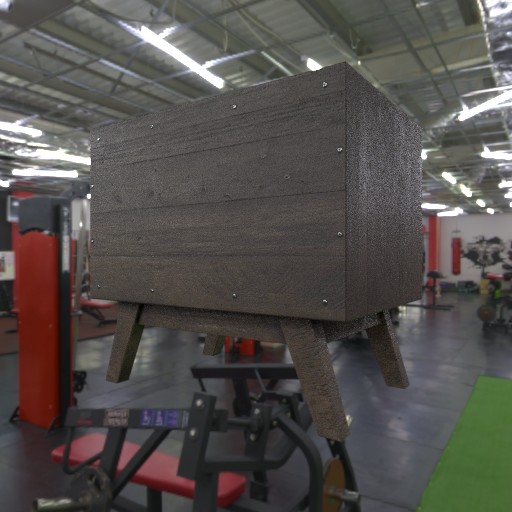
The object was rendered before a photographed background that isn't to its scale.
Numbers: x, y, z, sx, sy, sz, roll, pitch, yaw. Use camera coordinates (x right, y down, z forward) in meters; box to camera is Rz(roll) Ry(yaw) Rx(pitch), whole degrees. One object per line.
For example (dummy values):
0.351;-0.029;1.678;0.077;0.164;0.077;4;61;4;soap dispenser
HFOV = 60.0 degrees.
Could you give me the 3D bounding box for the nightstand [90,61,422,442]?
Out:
0.000;0.000;1.048;0.650;0.599;0.450;0;0;35;nightstand
